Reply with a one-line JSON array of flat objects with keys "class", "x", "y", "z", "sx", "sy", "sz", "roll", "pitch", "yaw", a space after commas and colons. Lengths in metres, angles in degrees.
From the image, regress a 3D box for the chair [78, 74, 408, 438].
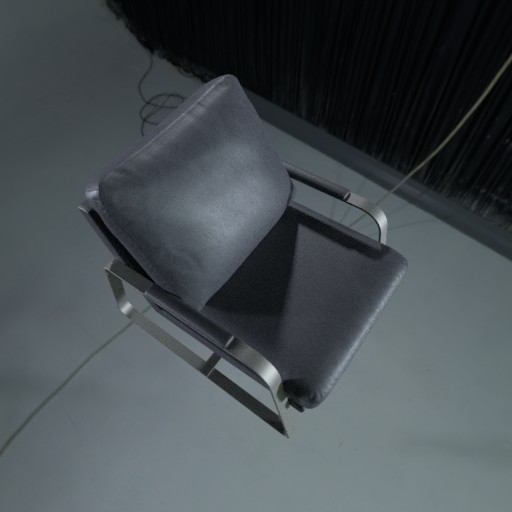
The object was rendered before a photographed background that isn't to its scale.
[{"class": "chair", "x": 0.000, "y": 0.000, "z": 1.494, "sx": 0.878, "sy": 0.839, "sz": 0.692, "roll": 32, "pitch": 64, "yaw": 18}]
